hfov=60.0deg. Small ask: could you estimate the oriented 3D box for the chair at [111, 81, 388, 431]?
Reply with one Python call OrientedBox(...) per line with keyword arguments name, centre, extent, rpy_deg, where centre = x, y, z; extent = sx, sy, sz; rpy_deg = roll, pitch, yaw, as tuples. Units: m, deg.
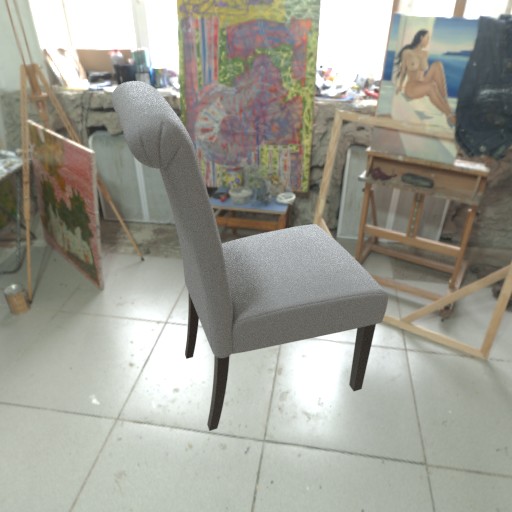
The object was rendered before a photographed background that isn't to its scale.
OrientedBox(name="chair", centre=(0.000, 0.000, 1.349), extent=(0.671, 1.006, 0.456), rpy_deg=(-11, 34, -17))
